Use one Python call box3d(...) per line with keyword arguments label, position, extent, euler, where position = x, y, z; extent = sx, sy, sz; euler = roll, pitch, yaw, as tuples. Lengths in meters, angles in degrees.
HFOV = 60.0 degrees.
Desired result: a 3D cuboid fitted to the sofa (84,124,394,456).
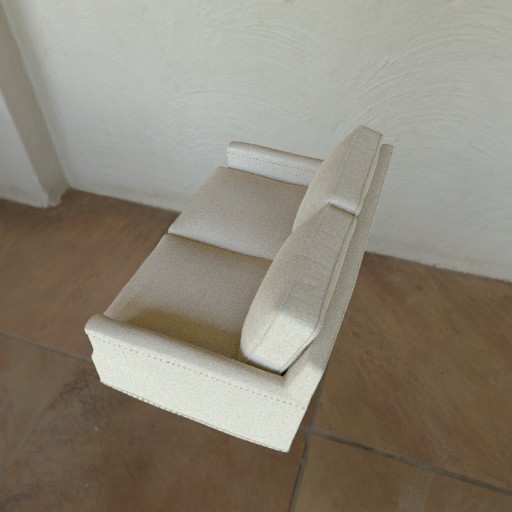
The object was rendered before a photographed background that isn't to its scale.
box3d(label="sofa", position=(0.000, 0.000, 2.345), extent=(1.084, 1.003, 1.597), euler=(16, 48, 15))
